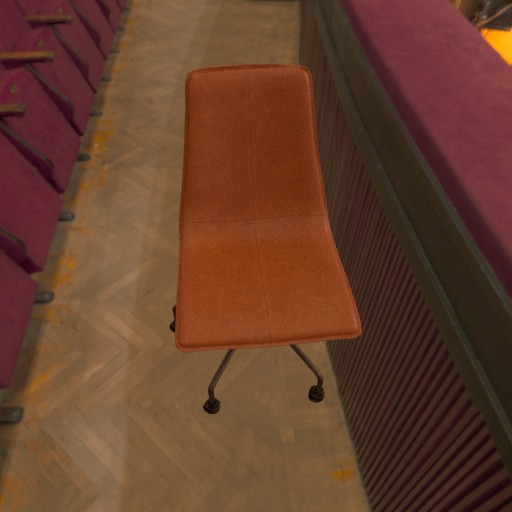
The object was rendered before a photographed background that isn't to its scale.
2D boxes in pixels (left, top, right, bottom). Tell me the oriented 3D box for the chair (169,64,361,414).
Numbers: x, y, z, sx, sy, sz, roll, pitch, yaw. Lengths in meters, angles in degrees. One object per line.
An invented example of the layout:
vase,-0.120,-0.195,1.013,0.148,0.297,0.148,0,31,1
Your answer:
chair,0.000,0.000,1.351,0.651,0.920,0.660,-4,46,-4
